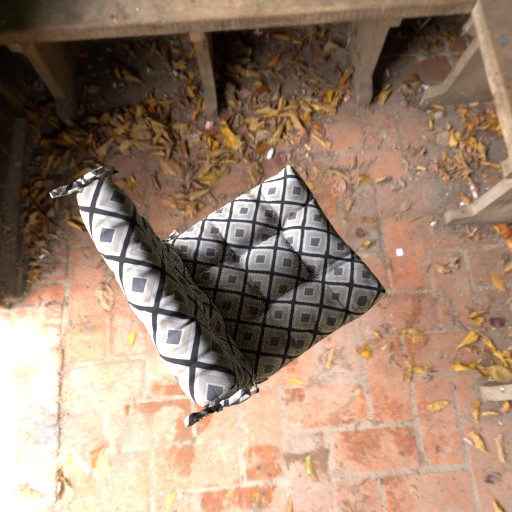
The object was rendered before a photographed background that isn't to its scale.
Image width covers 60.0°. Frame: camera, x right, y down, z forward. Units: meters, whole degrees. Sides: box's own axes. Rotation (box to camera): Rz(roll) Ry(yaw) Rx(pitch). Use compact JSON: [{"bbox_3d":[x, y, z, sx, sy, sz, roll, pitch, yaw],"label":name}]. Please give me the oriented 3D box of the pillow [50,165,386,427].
[{"bbox_3d":[0.000,0.000,1.034,0.571,0.605,0.519,-32,76,-9],"label":"pillow"}]
